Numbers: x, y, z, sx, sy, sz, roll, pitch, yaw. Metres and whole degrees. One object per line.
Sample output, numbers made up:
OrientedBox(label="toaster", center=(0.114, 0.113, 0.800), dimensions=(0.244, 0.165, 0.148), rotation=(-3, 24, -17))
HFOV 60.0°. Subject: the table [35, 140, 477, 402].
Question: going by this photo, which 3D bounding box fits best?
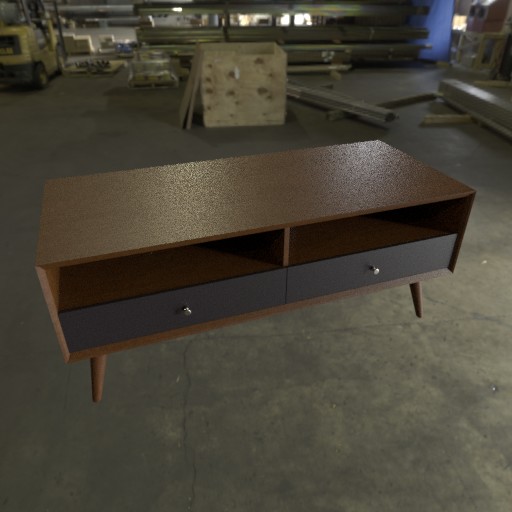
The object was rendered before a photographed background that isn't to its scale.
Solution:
OrientedBox(label="table", center=(0.000, 0.000, 1.368), dimensions=(1.119, 0.464, 0.490), rotation=(-11, 34, -17))
